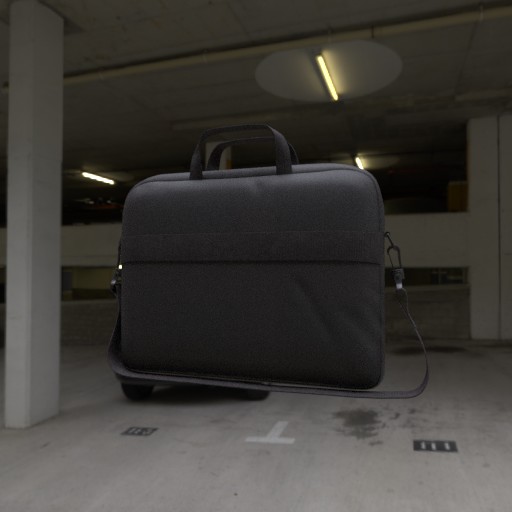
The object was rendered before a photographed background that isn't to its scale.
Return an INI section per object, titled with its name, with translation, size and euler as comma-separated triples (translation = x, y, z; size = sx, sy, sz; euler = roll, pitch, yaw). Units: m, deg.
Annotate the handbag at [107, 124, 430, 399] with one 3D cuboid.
[handbag]
translation = 0.000, 0.000, 0.446
size = 0.320, 0.244, 0.089
euler = 0, -1, 18
